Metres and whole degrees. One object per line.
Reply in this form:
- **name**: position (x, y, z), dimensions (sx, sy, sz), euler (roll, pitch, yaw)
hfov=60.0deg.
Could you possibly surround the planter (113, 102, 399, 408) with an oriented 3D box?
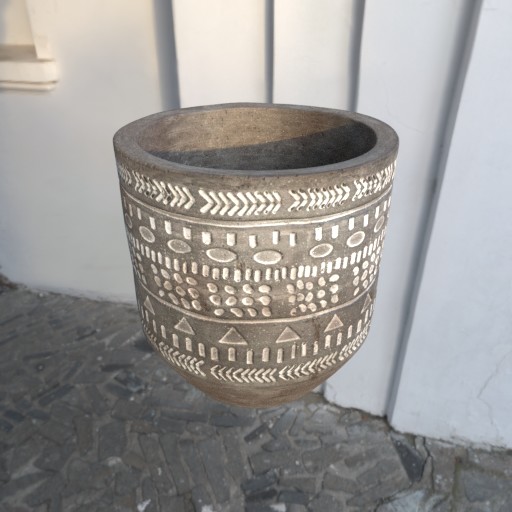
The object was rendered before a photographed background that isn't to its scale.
- **planter**: position (0.000, 0.000, 0.224), dimensions (0.122, 0.128, 0.122), euler (0, 30, 0)
